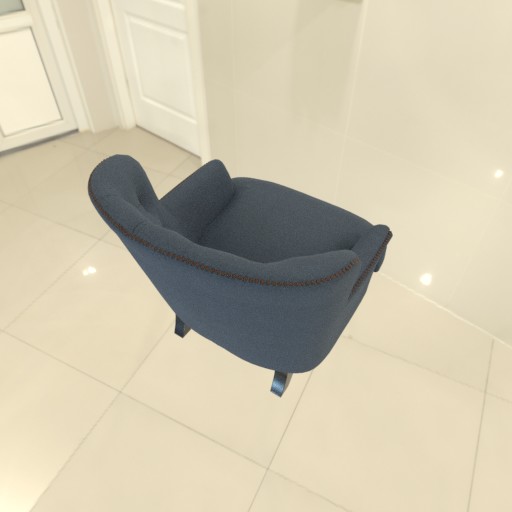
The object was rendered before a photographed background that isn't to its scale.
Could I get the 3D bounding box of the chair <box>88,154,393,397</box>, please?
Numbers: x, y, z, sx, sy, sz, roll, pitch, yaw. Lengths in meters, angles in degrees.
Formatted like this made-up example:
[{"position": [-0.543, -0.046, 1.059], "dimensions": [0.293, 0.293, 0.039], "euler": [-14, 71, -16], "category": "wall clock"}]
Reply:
[{"position": [0.000, 0.000, 1.630], "dimensions": [0.848, 0.868, 0.906], "euler": [25, 51, 22], "category": "chair"}]
